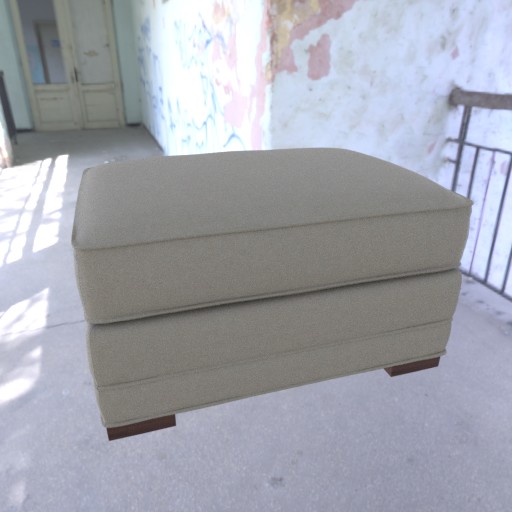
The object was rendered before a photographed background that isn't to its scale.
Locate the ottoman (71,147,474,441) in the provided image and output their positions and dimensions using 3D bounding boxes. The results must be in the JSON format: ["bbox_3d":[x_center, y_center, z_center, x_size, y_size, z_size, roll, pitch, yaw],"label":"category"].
[{"bbox_3d":[0.000,0.000,1.167,0.848,0.482,0.611,-7,26,-16],"label":"ottoman"}]
